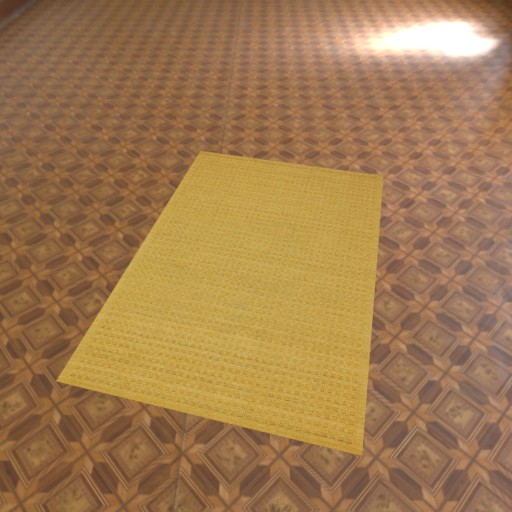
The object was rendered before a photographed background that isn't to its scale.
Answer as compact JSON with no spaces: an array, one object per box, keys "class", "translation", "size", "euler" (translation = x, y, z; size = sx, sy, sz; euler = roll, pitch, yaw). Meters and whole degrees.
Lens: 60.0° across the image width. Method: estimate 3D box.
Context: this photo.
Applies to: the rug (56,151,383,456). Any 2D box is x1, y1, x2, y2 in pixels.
[{"class":"rug","translation":[0.000,0.000,3.732],"size":[1.981,0.006,2.895],"euler":[10,46,10]}]
